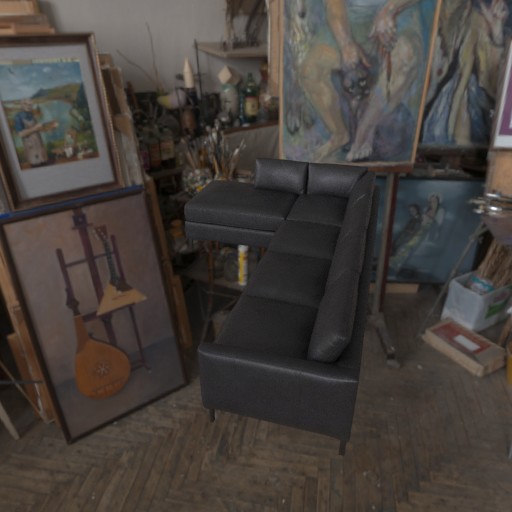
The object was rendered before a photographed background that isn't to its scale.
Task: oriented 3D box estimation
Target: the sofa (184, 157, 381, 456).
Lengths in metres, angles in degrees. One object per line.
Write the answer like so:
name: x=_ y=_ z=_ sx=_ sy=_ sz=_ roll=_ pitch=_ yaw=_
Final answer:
sofa: x=0.000 y=0.000 z=3.829 sx=1.938 sy=0.877 sz=2.984 roll=8 pitch=30 yaw=14
